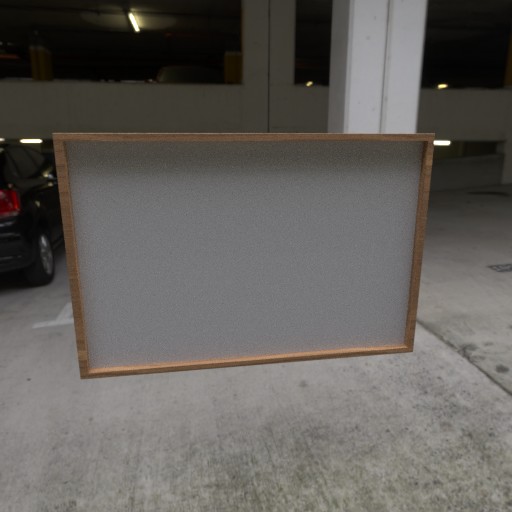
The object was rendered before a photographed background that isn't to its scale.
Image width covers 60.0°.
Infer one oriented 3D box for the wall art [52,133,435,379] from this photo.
[{"bbox_3d":[0.000,0.000,0.753,0.604,0.402,0.018,-2,15,-9],"label":"wall art"}]
